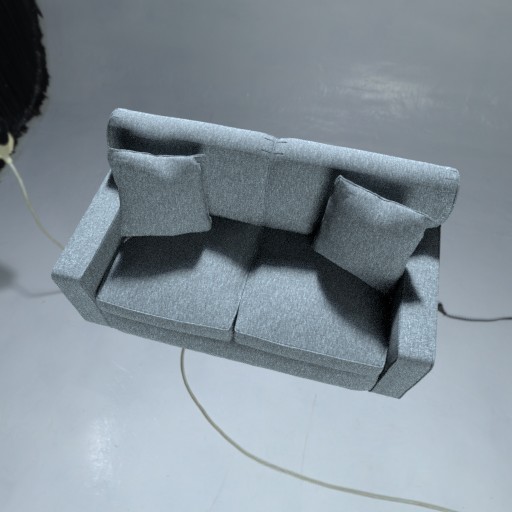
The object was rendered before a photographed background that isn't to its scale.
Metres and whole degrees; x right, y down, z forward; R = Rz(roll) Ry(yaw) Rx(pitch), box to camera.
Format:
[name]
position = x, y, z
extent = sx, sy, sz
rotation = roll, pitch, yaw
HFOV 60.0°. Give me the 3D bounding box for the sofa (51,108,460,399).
[sofa]
position = 0.000, 0.000, 2.400
extent = 1.846, 0.958, 0.998
rotation = 12, 59, 8
